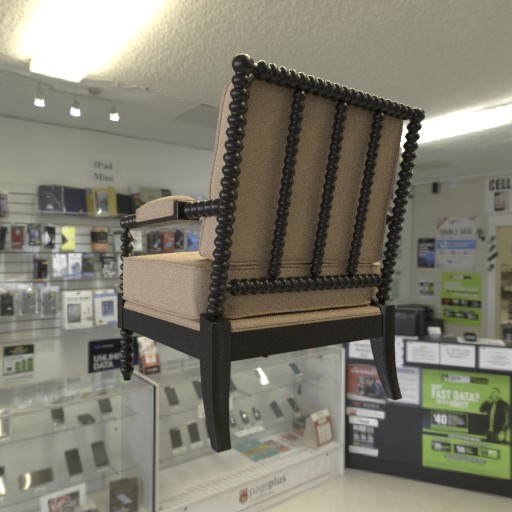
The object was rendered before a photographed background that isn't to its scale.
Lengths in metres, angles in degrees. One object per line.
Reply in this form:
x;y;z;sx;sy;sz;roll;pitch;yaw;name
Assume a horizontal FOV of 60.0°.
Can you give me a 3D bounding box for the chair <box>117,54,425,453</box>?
0.000;0.000;1.154;0.555;0.703;0.657;0;0;-35;chair
